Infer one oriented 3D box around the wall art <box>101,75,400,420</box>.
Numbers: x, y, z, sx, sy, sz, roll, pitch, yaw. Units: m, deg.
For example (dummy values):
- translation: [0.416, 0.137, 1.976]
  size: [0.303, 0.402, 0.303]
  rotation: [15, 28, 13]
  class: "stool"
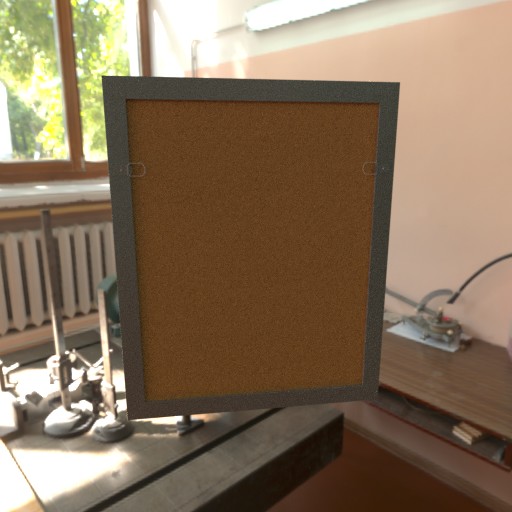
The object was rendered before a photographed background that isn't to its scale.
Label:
- translation: [0.000, 0.000, 0.510]
  size: [0.308, 0.379, 0.030]
  rotation: [-2, 14, -8]
  class: "wall art"
